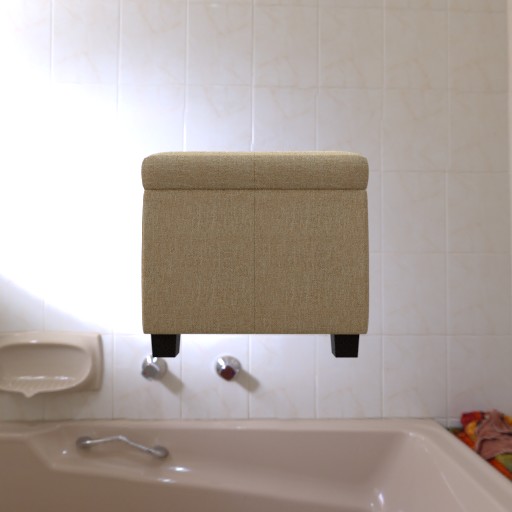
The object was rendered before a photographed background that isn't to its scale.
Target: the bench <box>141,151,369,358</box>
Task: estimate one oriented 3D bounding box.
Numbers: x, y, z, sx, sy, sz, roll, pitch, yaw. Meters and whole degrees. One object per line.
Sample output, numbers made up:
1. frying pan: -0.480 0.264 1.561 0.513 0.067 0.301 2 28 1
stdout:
1. bench: 0.000 0.000 1.422 0.432 0.406 1.219 0 -1 0
